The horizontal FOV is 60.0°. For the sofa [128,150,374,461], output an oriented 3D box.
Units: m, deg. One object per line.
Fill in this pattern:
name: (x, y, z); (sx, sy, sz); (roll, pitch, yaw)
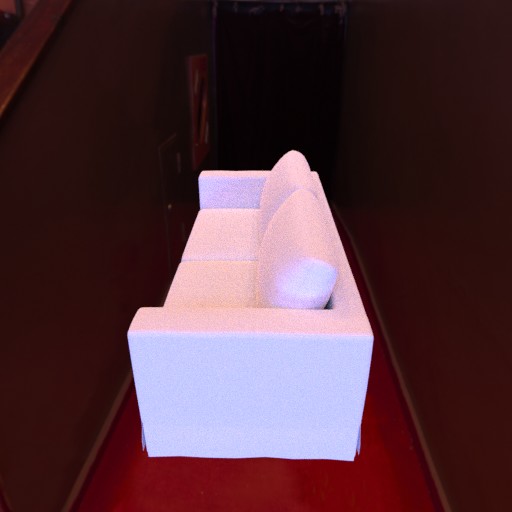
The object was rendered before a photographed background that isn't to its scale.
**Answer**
sofa: (0.000, 0.000, 2.695); (0.954, 0.881, 2.163); (1, 27, 1)
